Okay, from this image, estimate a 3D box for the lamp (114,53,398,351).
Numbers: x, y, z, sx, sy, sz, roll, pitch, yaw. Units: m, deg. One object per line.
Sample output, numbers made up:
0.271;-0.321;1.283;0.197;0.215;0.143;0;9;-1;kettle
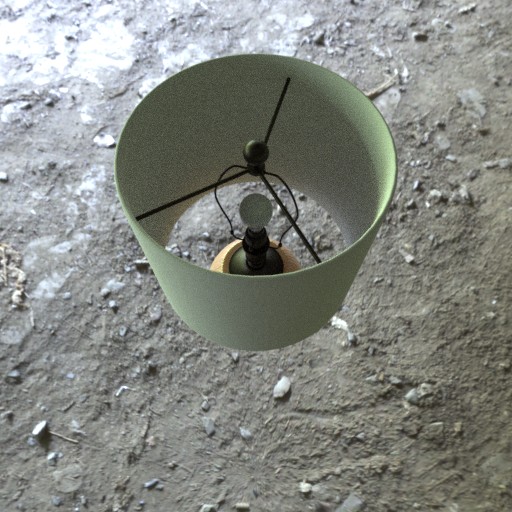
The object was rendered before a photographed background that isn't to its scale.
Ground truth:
0.000;0.000;0.757;0.329;0.570;0.329;0;64;0;lamp
